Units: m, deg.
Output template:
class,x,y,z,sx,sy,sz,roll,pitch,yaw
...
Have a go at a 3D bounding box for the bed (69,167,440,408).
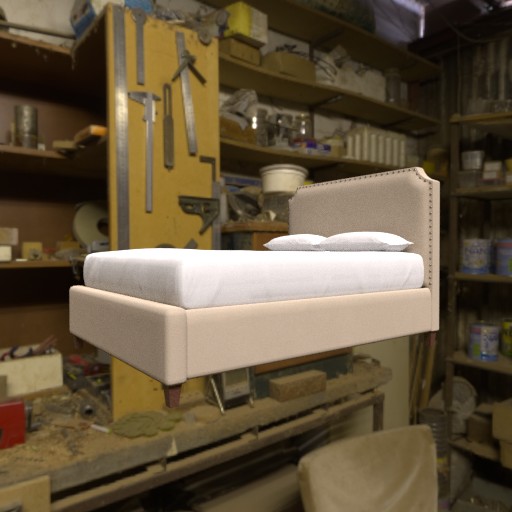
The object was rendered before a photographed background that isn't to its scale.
class,x,y,z,sx,sy,sz,roll,pitch,yaw
bed,0.000,0.000,3.433,2.329,1.415,1.703,-1,1,-37
